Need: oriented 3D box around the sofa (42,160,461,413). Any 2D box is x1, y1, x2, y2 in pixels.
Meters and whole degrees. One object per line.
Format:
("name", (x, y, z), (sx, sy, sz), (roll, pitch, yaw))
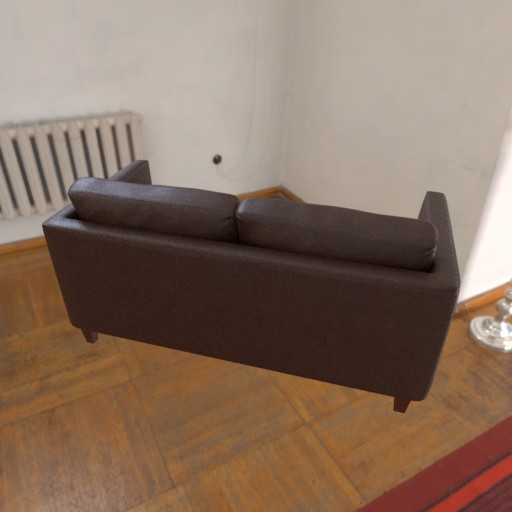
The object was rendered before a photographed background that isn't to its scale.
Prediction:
("sofa", (0.000, 0.000, 2.399), (1.883, 0.933, 0.951), (9, 33, 14))
